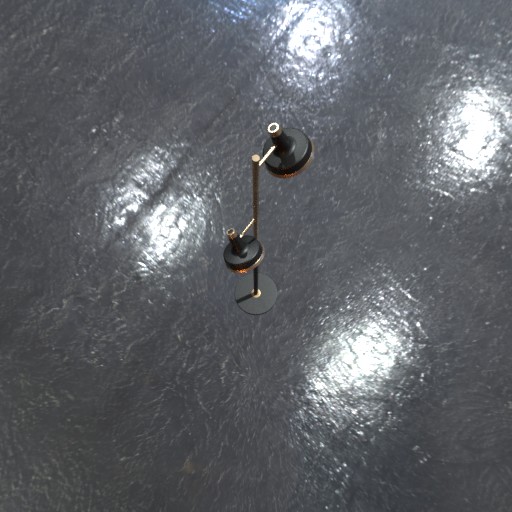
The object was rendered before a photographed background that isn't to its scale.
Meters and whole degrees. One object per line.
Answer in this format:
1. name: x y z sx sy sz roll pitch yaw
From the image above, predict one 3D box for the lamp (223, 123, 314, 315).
1. lamp: 0.000 0.000 1.817 0.253 1.674 0.351 36 78 9
